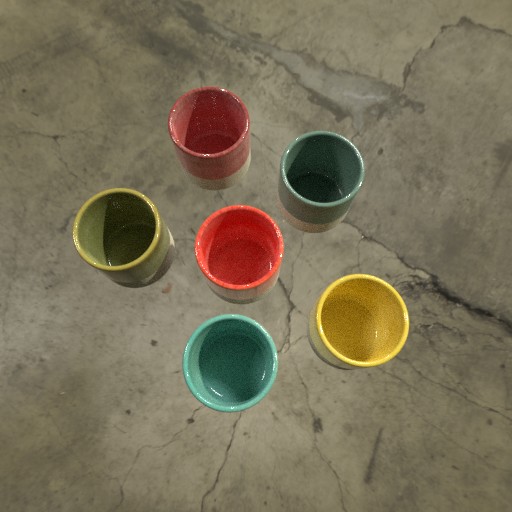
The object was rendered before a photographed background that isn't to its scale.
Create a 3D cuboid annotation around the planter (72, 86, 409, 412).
[{"bbox_3d":[0.000,0.000,0.407,0.286,0.075,0.257,33,77,9],"label":"planter"}]
